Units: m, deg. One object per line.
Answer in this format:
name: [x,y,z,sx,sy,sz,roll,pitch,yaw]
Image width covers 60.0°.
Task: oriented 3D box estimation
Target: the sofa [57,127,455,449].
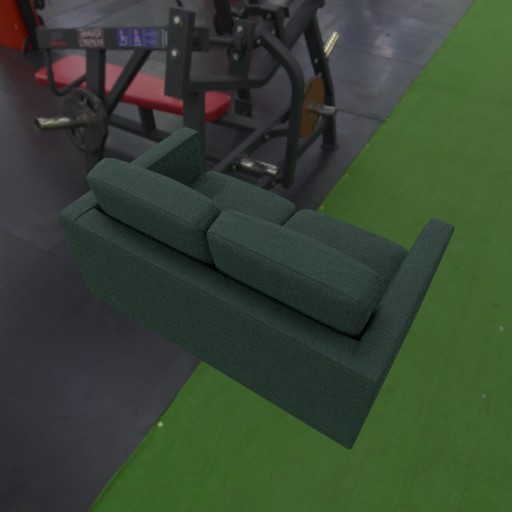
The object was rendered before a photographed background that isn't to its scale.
sofa: [0.000,0.000,2.009,1.430,0.899,0.879,25,52,22]
